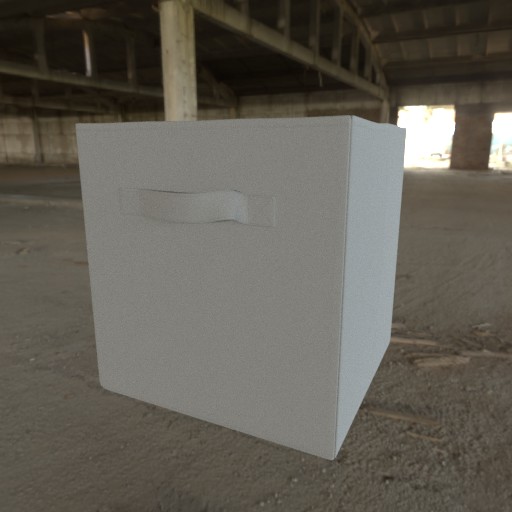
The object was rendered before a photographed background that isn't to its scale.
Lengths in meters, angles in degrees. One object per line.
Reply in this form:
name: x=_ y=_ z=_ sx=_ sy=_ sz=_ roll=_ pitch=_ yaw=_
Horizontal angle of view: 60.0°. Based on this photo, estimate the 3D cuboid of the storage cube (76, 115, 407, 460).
storage cube: x=0.000 y=0.000 z=0.495 sx=0.270 sy=0.280 sz=0.270 roll=7 pitch=16 yaw=26
